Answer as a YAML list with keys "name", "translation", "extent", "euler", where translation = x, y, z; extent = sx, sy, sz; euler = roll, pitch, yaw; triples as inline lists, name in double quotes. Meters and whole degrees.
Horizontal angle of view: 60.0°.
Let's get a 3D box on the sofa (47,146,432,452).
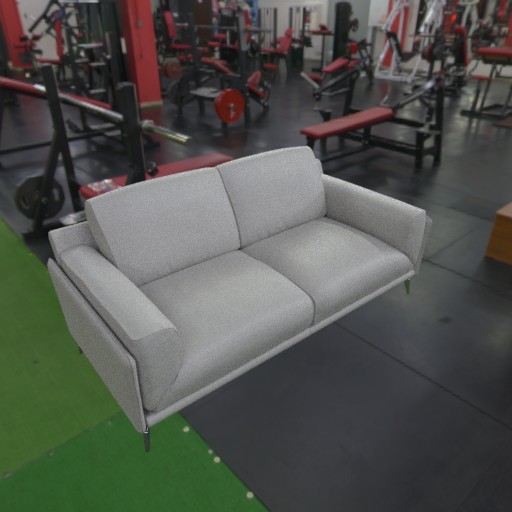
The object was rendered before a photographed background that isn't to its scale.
- name: "sofa"
  translation: [0.000, 0.000, 2.666]
  extent: [2.101, 0.930, 1.049]
  euler: [-22, 36, -33]
